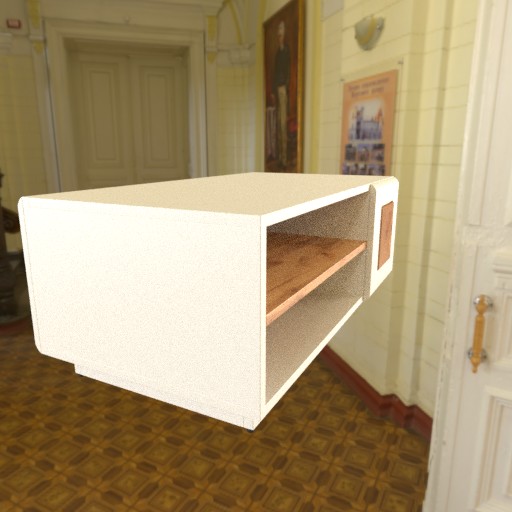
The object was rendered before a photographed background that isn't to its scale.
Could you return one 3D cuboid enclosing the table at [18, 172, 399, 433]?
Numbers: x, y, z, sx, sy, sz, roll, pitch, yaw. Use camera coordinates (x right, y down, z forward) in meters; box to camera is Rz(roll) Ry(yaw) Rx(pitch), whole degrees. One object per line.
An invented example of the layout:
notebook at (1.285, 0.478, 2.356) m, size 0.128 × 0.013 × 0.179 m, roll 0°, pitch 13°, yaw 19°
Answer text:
table at (0.000, 0.000, 1.373) m, size 0.639 × 0.442 × 1.097 m, roll 7°, pitch 16°, yaw 27°
